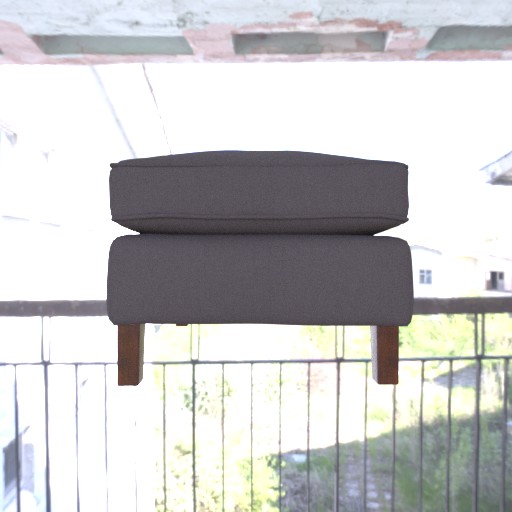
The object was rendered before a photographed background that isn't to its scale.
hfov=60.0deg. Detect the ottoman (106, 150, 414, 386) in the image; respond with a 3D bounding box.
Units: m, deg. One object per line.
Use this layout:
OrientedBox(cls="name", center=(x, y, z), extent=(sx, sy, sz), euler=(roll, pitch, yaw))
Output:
OrientedBox(cls="ottoman", center=(0.000, 0.000, 1.005), extent=(0.508, 0.406, 0.686), euler=(0, 0, -1))
